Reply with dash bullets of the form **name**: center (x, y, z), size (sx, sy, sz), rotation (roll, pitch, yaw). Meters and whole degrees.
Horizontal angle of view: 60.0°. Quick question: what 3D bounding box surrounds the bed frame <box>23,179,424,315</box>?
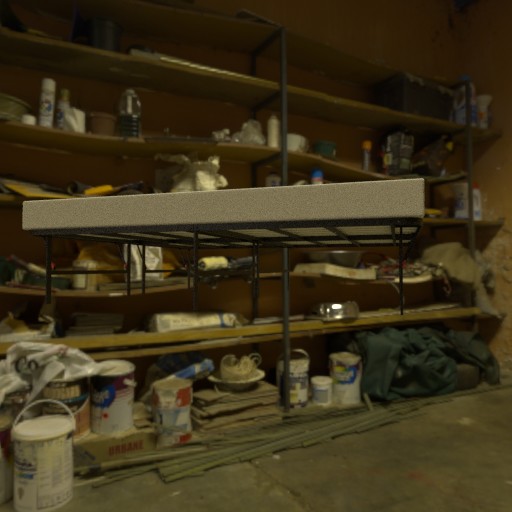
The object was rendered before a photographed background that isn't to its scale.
- **bed frame**: center (0.000, 0.000, 2.997), size (2.032, 0.559, 1.930), rotation (0, -2, 18)
